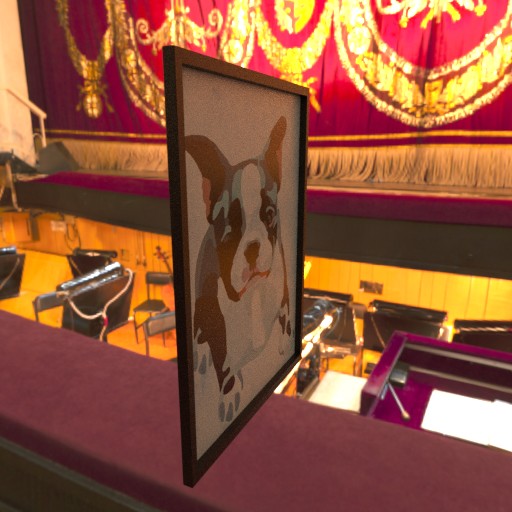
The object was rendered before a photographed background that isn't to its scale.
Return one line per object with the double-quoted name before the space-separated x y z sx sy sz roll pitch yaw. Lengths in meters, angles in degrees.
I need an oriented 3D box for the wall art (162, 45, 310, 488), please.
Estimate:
"wall art" 0.000 0.000 1.331 0.030 1.027 0.774 7 16 26
